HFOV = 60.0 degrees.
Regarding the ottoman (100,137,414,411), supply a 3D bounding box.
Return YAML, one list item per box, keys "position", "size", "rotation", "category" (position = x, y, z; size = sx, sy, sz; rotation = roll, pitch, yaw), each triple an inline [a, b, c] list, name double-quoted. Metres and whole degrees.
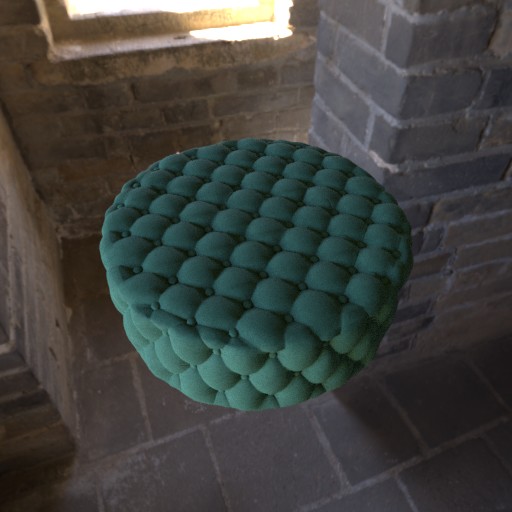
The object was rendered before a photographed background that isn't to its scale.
- position: [0.000, 0.000, 1.542]
  size: [0.998, 0.399, 0.998]
  rotation: [0, 46, 0]
  category: "ottoman"
